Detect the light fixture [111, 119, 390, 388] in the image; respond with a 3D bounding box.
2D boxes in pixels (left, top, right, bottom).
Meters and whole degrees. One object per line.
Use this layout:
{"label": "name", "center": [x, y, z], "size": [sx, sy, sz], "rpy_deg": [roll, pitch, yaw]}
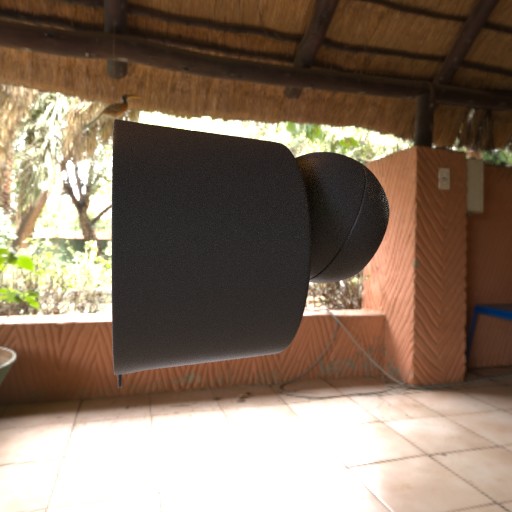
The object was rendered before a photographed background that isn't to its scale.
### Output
{"label": "light fixture", "center": [0.000, 0.000, 0.263], "size": [0.160, 0.143, 0.134], "rpy_deg": [0, 0, -16]}
